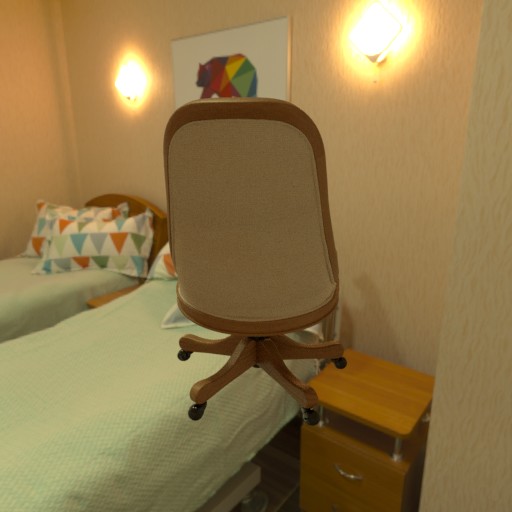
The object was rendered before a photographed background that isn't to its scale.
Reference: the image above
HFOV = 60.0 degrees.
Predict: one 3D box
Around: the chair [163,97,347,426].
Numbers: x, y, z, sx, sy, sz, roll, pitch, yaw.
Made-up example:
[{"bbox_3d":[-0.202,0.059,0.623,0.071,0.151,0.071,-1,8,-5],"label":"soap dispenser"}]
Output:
[{"bbox_3d":[0.000,0.000,1.569,0.702,1.009,0.811,2,16,8],"label":"chair"}]
